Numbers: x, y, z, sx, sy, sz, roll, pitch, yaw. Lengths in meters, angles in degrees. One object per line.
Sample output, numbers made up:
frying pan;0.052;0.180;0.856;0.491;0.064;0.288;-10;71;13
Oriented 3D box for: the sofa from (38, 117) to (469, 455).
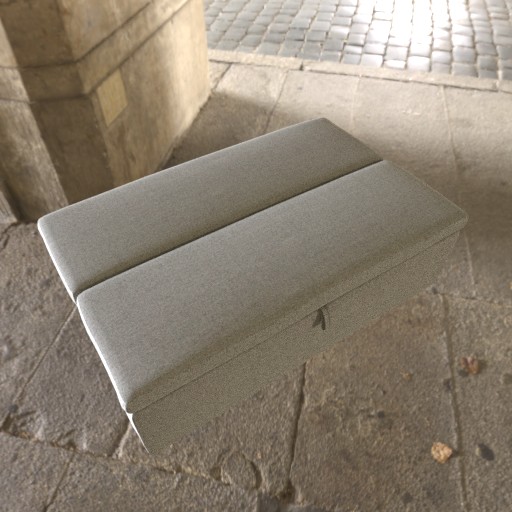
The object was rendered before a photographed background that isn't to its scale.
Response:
sofa;0.000;0.000;1.618;1.250;0.434;0.817;-25;52;-22
